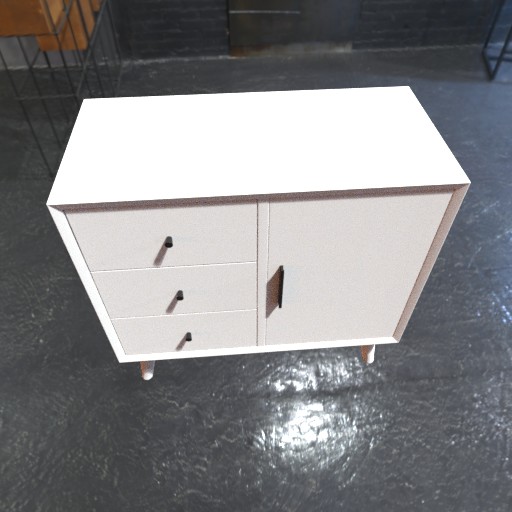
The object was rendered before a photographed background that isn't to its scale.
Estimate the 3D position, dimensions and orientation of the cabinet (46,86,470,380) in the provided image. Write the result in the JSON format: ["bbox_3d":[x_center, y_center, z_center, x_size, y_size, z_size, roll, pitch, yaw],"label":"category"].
[{"bbox_3d":[0.000,0.000,1.239,0.800,0.761,0.398,-3,48,-3],"label":"cabinet"}]
